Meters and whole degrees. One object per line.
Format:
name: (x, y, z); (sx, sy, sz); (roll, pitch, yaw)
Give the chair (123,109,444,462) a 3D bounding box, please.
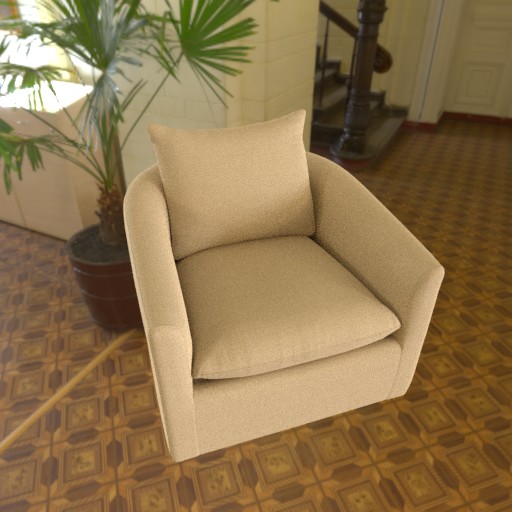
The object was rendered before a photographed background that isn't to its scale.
chair: (0.000, 0.000, 1.568); (0.845, 0.848, 0.910); (-10, 34, -16)
